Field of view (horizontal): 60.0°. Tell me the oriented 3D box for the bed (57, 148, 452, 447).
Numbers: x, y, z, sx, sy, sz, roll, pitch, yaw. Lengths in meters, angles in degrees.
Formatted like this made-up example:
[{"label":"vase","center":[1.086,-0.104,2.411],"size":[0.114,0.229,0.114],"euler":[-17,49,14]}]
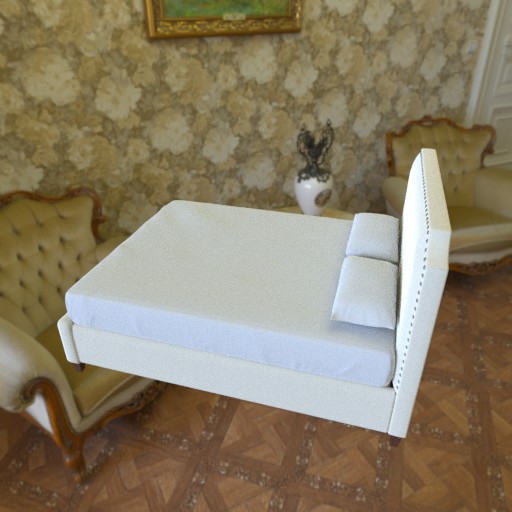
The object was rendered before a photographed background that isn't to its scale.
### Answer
[{"label":"bed","center":[0.000,0.000,3.293],"size":[2.329,1.415,1.703],"euler":[8,31,14]}]
